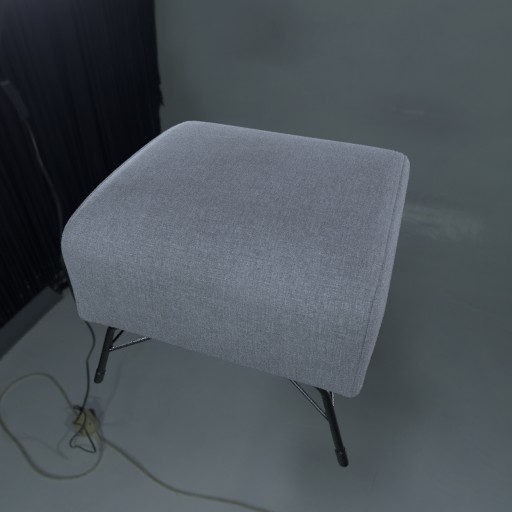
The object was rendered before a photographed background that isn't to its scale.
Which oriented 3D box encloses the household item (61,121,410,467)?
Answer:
[{"bbox_3d":[0.000,0.000,0.908,0.530,0.410,0.530,13,41,15],"label":"household item"}]
